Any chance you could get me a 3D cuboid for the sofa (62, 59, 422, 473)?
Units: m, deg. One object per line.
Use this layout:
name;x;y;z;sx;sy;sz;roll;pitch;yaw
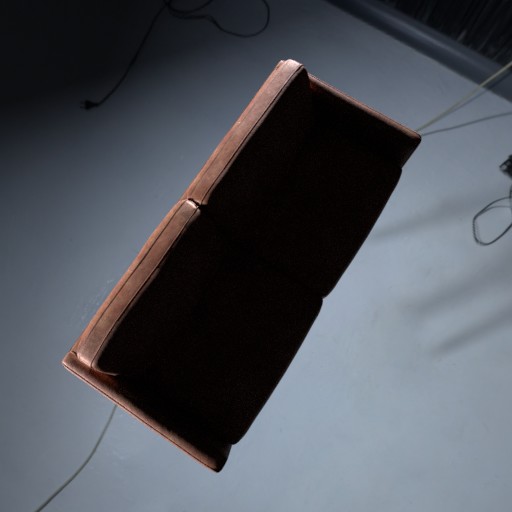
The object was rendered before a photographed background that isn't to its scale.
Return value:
sofa;0.000;0.000;2.427;0.923;0.863;1.971;32;78;8
